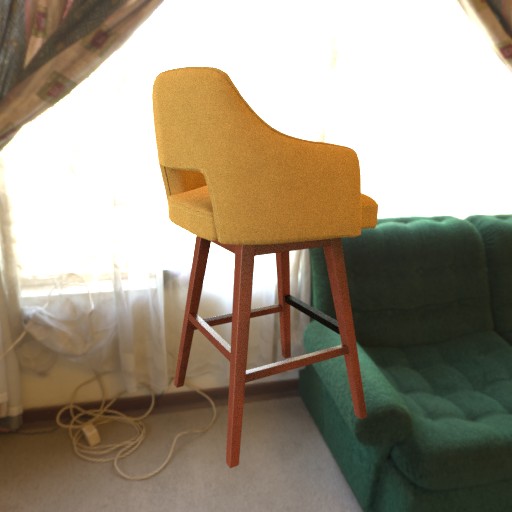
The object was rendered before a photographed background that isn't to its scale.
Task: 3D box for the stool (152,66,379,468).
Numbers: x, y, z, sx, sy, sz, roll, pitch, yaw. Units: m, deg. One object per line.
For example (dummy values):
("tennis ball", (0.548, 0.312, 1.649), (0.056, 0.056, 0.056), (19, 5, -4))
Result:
("stool", (0.000, 0.000, 1.346), (0.558, 1.012, 0.548), (-8, 17, -27))
